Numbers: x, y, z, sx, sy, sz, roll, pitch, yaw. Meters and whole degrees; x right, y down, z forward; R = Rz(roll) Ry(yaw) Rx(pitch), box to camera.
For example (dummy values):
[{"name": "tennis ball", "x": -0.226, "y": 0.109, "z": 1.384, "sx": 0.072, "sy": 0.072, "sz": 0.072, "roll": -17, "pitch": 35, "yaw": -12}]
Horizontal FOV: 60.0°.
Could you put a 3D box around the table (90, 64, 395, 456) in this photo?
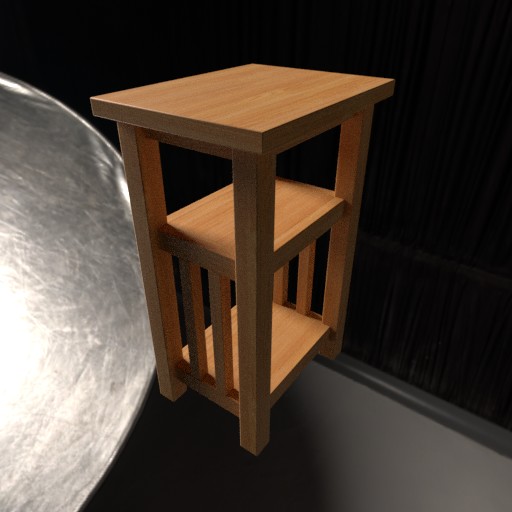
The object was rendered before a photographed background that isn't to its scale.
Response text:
[{"name": "table", "x": 0.000, "y": 0.000, "z": 0.761, "sx": 0.270, "sy": 0.550, "sz": 0.350, "roll": 21, "pitch": 37, "yaw": 30}]
